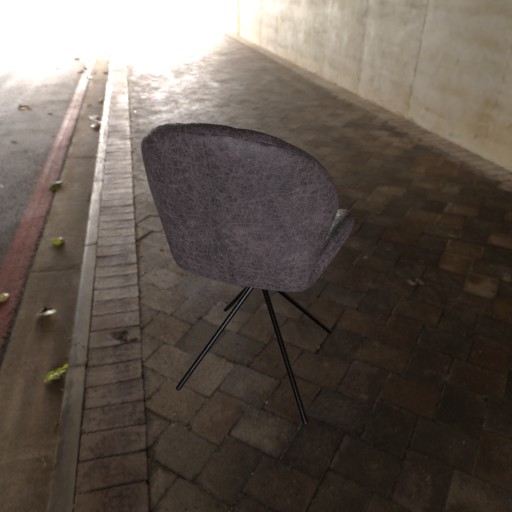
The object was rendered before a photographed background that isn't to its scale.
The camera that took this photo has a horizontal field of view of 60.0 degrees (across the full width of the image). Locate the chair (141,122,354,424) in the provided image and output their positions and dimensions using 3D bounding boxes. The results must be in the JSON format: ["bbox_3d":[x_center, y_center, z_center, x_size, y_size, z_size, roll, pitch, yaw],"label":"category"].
[{"bbox_3d":[0.000,0.000,1.319,0.527,0.934,0.640,10,33,15],"label":"chair"}]
